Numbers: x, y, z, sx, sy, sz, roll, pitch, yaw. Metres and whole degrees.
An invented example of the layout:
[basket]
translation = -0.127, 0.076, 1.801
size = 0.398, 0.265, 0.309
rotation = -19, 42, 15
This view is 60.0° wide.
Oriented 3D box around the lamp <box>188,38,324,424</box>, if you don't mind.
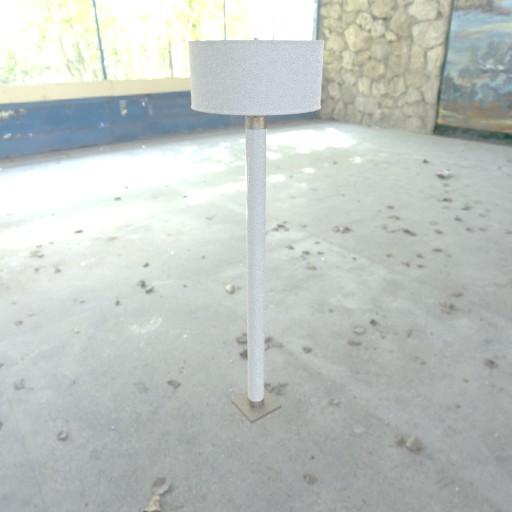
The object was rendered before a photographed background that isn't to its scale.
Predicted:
[lamp]
translation = 0.000, 0.000, 1.670
size = 0.420, 1.475, 0.420
rotation = -17, 30, -32
